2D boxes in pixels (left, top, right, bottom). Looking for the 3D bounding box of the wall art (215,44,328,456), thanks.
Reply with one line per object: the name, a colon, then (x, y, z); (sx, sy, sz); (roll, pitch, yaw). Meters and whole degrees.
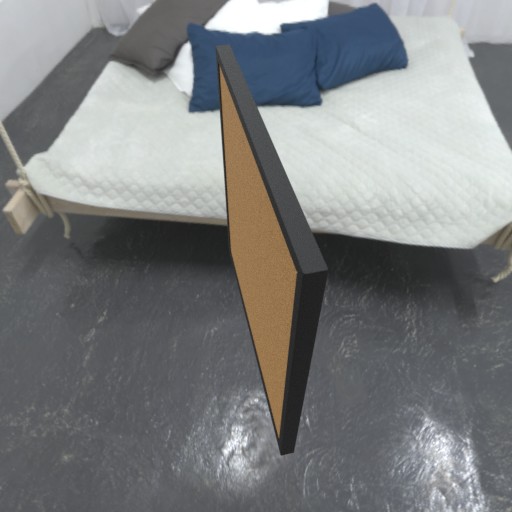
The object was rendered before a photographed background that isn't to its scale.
wall art: (0.000, 0.000, 1.151); (0.037, 0.763, 0.763); (-10, 49, -8)
